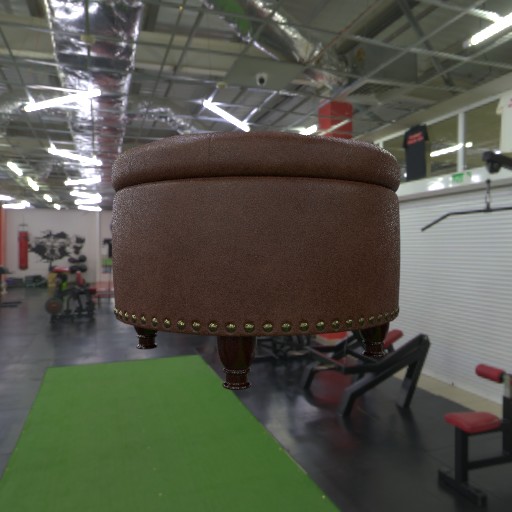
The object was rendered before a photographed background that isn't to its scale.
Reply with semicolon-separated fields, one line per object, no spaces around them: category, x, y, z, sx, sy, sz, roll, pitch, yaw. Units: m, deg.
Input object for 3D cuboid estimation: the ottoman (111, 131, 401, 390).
ottoman;0.000;0.000;1.029;0.637;0.442;0.637;0;1;0
